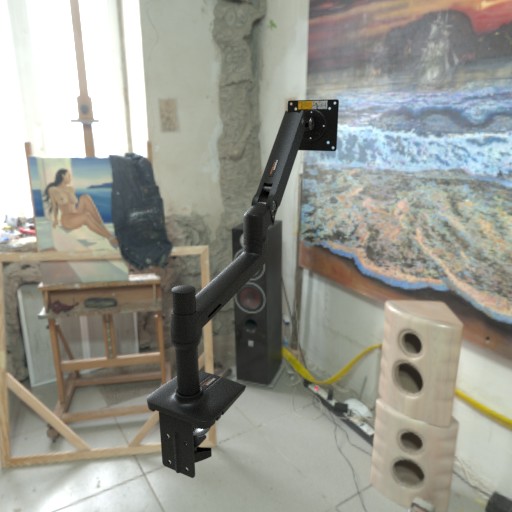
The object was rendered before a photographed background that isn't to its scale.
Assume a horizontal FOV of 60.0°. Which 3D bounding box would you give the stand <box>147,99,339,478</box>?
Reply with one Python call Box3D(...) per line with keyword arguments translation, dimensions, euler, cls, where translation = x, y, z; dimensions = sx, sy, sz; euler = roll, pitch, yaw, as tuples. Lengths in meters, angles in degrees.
Box3D(translation=(0.000, 0.000, 1.030), dimensions=(0.152, 0.713, 0.650), euler=(9, 19, 27), cls="stand")
